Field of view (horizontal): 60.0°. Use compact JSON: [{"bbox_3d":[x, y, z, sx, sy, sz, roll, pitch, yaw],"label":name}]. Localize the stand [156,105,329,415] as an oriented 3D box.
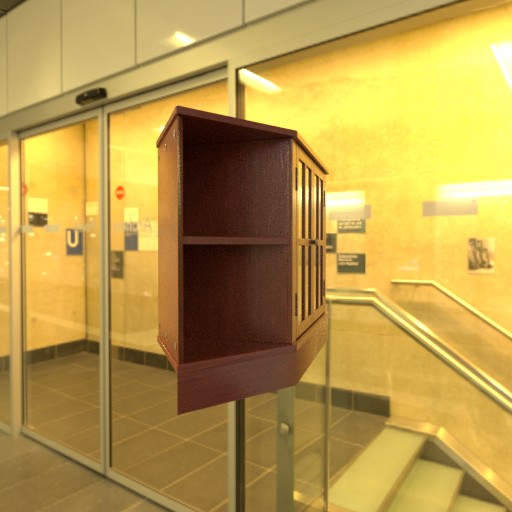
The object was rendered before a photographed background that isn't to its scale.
[{"bbox_3d":[0.000,0.000,1.386,0.381,0.614,1.072,0,1,17],"label":"stand"}]
